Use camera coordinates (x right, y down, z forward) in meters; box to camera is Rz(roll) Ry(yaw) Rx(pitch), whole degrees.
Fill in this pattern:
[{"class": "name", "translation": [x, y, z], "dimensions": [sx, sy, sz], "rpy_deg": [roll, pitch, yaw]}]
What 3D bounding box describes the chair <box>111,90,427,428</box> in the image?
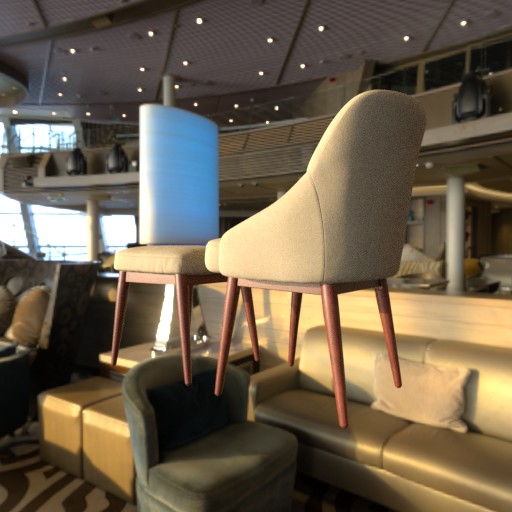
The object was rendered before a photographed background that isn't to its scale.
[{"class": "chair", "translation": [0.000, 0.000, 1.550], "dimensions": [1.114, 0.866, 0.584], "rpy_deg": [1, 2, 37]}]
